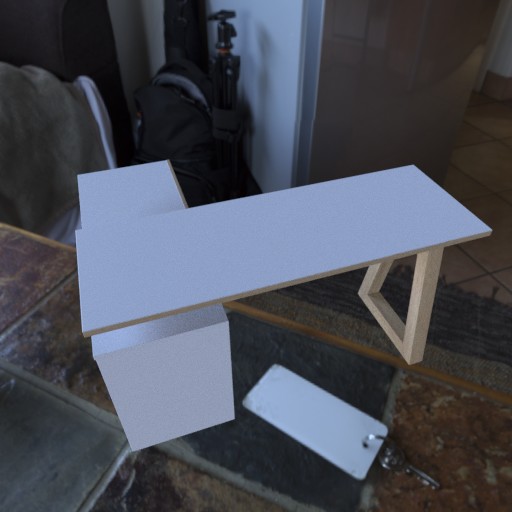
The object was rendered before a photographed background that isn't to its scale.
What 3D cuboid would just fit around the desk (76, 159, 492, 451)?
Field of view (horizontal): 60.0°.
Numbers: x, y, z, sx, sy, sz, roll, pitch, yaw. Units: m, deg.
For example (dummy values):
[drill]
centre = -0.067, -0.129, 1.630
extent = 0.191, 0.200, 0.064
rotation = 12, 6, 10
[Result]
[desk]
centre = 0.000, 0.000, 2.044
extent = 1.404, 0.755, 1.098
rotation = -13, 43, -14
